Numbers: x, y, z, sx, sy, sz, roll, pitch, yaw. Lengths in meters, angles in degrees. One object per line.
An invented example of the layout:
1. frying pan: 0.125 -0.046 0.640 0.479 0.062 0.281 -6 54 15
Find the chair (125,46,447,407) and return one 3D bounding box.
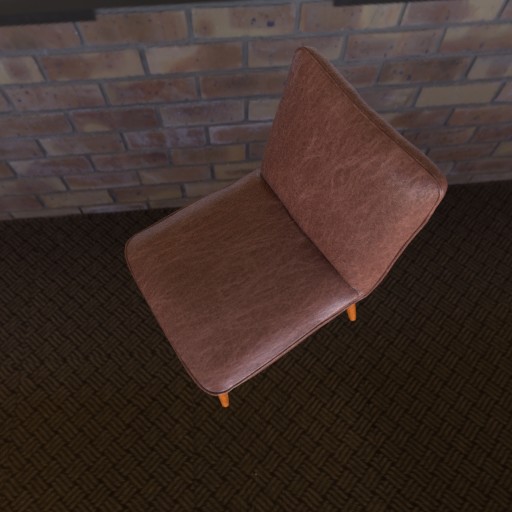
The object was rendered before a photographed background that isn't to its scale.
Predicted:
1. chair: 0.000 0.000 1.213 0.645 0.803 0.543 -34 69 -16
